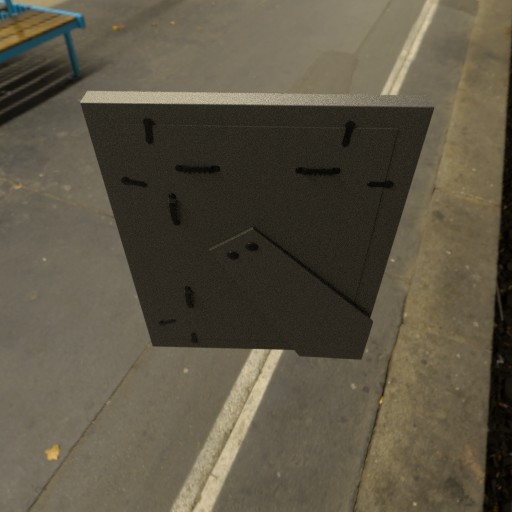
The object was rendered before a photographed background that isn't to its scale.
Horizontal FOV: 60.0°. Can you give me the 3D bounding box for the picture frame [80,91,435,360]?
[{"bbox_3d":[0.000,0.000,0.523,0.307,0.383,0.036,1,45,1],"label":"picture frame"}]
